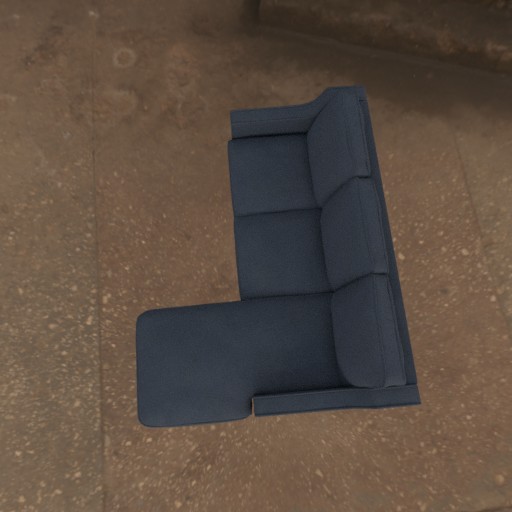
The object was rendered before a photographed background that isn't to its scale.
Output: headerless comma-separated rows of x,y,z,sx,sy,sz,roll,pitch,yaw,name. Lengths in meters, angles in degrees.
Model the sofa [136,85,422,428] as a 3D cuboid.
0.000,0.000,3.326,1.858,1.066,2.317,-5,75,-1,sofa
